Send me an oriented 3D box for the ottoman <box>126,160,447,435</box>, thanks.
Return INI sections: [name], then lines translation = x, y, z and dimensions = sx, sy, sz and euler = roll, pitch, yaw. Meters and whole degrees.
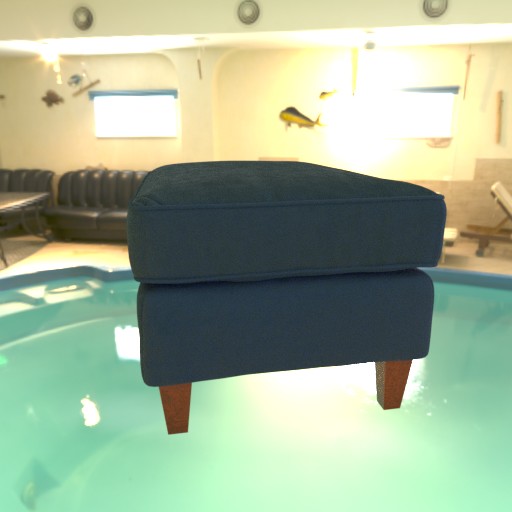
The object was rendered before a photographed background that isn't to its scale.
[ottoman]
translation = 0.000, 0.000, 1.191
dimensions = 0.583, 0.484, 0.862
euler = -3, 16, -10
